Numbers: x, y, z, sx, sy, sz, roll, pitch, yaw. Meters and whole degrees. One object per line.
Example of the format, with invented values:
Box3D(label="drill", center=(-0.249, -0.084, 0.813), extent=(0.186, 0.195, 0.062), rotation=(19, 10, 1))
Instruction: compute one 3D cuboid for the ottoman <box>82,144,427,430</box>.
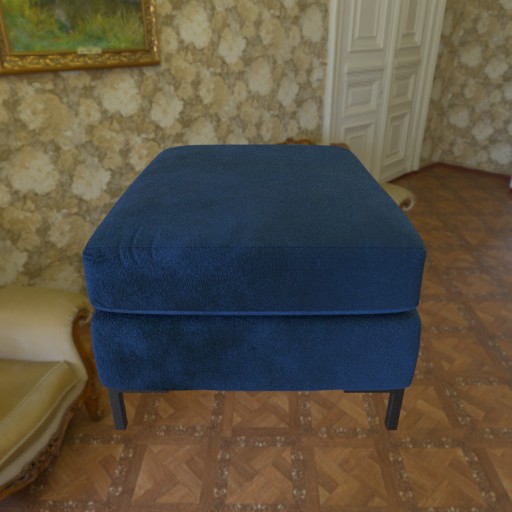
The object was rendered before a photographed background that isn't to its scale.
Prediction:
Box3D(label="ottoman", center=(0.000, 0.000, 1.193), extent=(0.655, 0.485, 0.794), rotation=(0, 27, 0))
